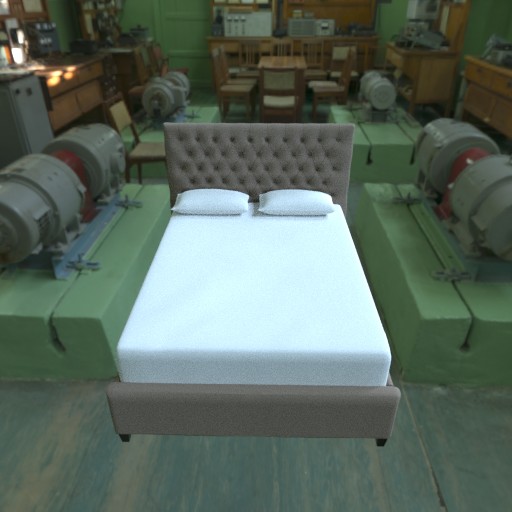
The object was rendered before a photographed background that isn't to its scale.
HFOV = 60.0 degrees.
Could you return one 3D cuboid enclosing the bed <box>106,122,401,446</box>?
[{"bbox_3d":[0.000,0.000,3.314,1.696,1.426,2.233,1,31,1],"label":"bed"}]
